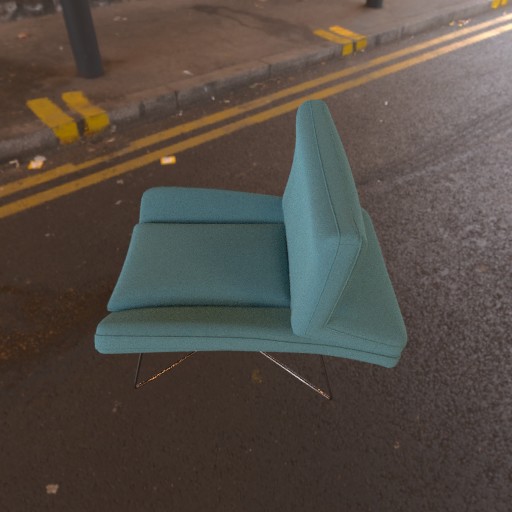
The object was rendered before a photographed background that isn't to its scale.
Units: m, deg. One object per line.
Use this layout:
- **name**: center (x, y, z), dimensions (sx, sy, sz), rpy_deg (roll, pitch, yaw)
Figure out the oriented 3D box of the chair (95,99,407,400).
- **chair**: center (0.000, 0.000, 1.640), dimensions (1.008, 0.855, 0.859), rpy_deg (0, 42, 0)
